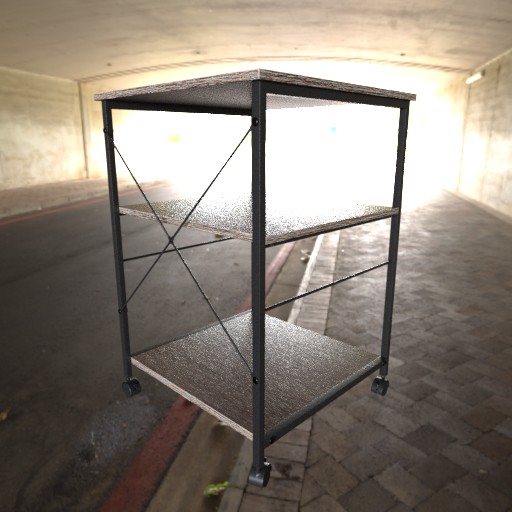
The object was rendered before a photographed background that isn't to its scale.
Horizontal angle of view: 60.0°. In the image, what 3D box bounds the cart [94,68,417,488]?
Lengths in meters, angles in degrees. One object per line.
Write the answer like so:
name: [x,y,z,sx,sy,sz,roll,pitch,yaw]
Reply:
cart: [0.000,0.000,1.103,0.521,0.762,0.520,14,20,43]
